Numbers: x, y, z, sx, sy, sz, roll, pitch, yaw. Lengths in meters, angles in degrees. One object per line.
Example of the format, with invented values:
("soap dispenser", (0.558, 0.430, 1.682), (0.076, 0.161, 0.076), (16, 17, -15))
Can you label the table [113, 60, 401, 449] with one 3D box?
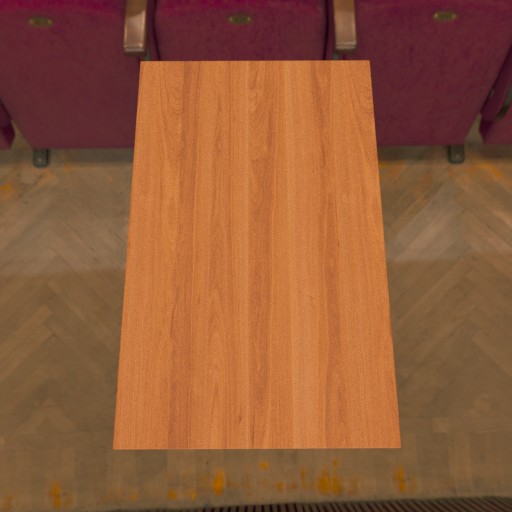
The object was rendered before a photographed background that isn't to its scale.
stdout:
("table", (0.000, 0.000, 1.460), (0.700, 0.510, 1.100), (0, 75, 0))
